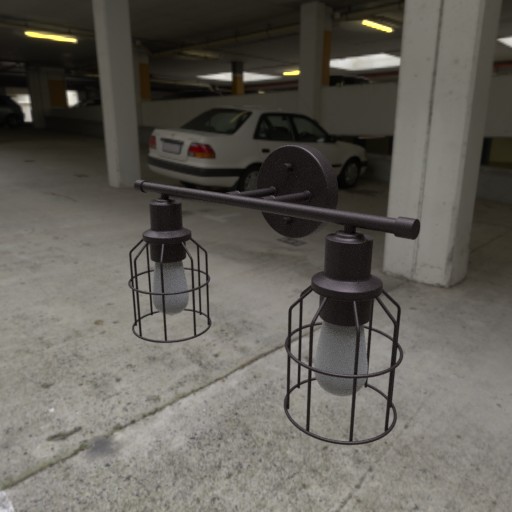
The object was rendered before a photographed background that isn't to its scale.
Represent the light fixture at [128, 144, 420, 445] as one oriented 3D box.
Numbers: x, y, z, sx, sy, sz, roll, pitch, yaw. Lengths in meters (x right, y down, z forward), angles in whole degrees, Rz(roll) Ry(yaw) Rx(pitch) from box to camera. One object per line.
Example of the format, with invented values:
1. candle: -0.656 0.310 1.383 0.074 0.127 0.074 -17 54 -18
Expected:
1. light fixture: 0.000 0.000 0.529 0.406 0.254 0.165 15 22 42
